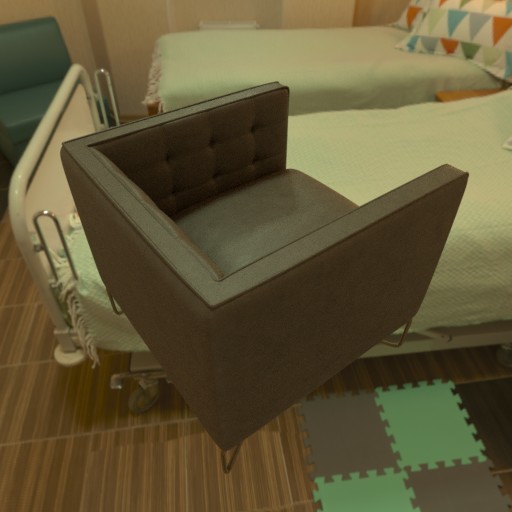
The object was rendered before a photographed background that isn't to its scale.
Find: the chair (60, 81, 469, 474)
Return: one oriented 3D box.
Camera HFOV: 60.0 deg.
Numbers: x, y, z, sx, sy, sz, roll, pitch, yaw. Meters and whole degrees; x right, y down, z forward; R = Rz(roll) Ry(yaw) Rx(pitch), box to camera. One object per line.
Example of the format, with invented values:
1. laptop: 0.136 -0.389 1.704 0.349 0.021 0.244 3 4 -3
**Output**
1. chair: 0.000 0.000 1.543 0.894 0.790 0.880 -27 48 -27
